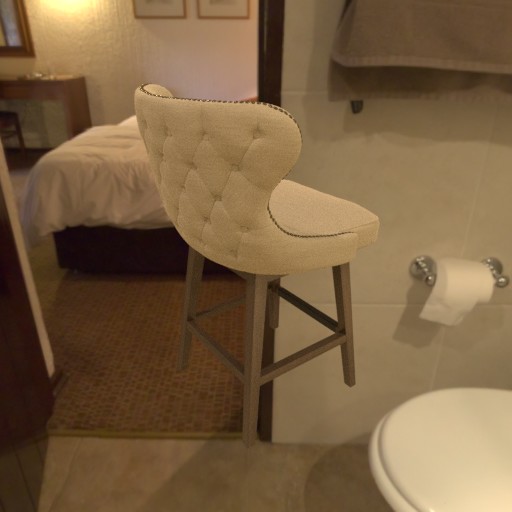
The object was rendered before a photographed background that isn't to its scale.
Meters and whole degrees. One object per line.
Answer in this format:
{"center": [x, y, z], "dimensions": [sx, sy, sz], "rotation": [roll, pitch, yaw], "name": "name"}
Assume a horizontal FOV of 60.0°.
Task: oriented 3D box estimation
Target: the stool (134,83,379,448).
{"center": [0.000, 0.000, 1.353], "dimensions": [0.597, 0.972, 0.615], "rotation": [-18, 31, -32], "name": "stool"}
